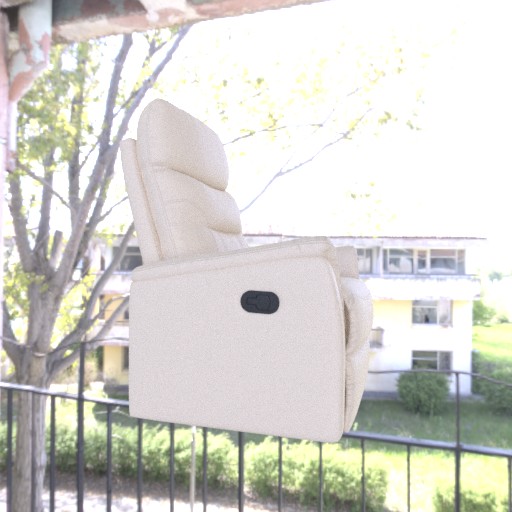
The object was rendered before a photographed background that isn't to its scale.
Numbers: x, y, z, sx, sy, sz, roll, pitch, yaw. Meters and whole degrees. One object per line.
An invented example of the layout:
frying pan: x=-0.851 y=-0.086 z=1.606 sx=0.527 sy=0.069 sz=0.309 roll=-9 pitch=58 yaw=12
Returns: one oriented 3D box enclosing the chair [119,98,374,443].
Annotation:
chair: x=0.000 y=0.000 z=1.655 sx=0.831 sy=1.082 sz=0.775 roll=0 pitch=-1 yaw=18
